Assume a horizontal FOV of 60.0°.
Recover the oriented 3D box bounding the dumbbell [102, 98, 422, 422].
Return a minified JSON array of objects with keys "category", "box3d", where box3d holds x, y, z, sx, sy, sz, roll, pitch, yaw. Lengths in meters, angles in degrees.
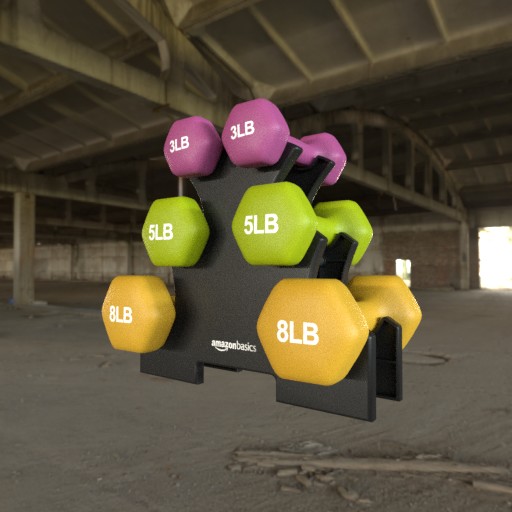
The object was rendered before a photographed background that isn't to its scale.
[{"category":"dumbbell","box3d":[0.000,0.000,0.471,0.300,0.271,0.190,-1,-2,36]}]
